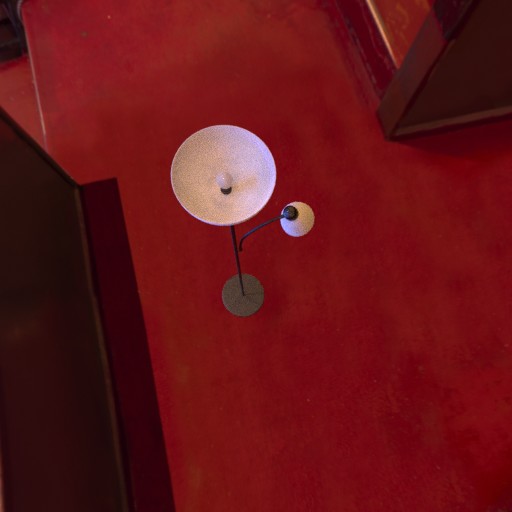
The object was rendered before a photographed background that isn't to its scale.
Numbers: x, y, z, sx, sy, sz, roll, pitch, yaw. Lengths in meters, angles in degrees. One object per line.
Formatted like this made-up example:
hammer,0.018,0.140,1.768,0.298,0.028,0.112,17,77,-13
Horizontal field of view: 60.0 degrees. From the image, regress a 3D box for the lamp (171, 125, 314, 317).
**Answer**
lamp,0.000,0.000,1.994,0.442,1.804,0.279,-16,76,-4
